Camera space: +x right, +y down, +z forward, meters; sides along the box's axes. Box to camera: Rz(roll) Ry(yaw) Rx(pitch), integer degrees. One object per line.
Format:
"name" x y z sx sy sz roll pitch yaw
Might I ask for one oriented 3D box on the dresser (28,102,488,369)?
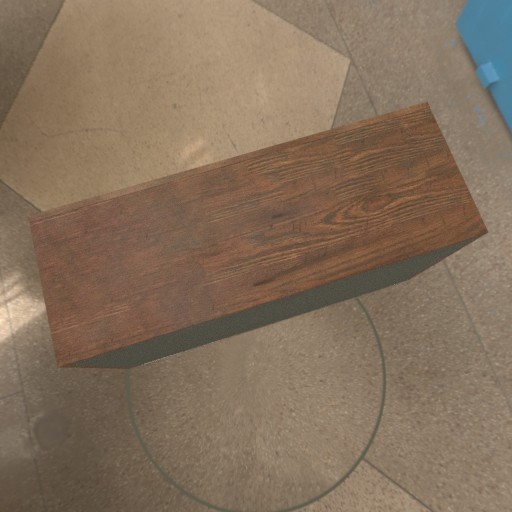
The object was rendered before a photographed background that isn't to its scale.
"dresser" 0.000 0.000 2.196 1.646 1.061 0.623 -17 76 -4
